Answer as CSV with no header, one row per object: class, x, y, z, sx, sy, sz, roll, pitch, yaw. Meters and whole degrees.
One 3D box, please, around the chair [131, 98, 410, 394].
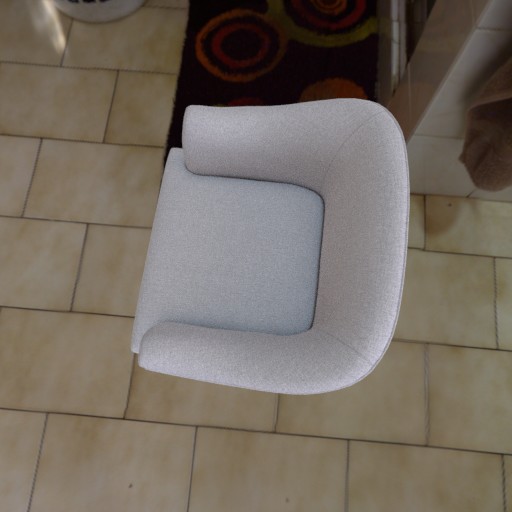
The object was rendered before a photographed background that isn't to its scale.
chair,0.000,0.000,1.412,0.704,0.815,0.798,7,75,2
